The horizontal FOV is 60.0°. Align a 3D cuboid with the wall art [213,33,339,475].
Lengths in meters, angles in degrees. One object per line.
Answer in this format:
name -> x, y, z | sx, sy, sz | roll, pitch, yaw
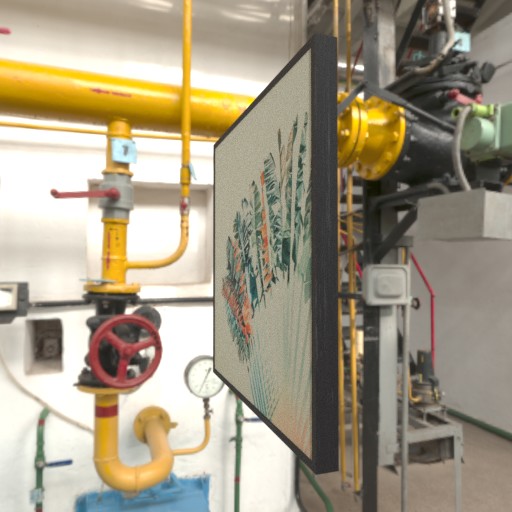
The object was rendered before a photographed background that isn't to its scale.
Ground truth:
wall art -> 0.000, 0.000, 1.128 | 0.043, 0.758, 0.762 | 0, -1, -19
